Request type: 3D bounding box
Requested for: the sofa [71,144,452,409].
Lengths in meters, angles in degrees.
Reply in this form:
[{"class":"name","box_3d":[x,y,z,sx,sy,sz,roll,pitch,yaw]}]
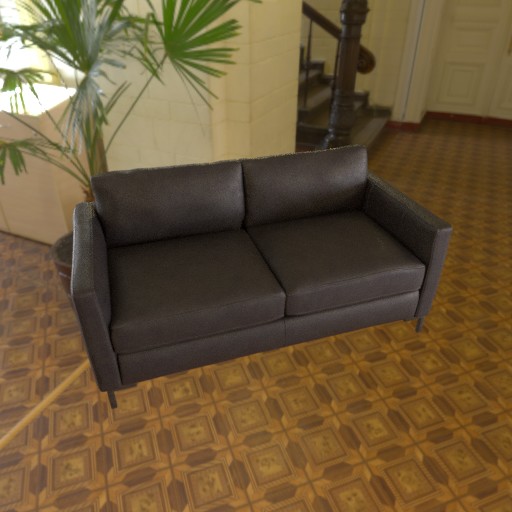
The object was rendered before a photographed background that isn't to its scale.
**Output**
[{"class":"sofa","box_3d":[0.000,0.000,2.377,1.805,0.883,0.947,-11,34,-17]}]
